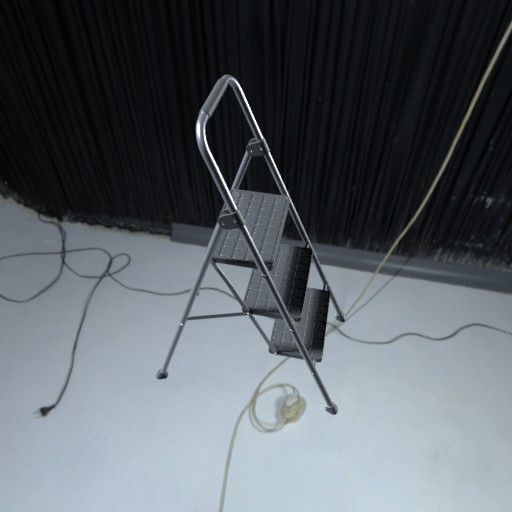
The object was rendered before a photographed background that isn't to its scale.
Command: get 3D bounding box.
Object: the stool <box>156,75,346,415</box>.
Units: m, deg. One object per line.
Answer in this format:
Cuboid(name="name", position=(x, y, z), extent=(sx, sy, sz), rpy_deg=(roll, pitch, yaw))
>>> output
Cuboid(name="stool", position=(0.000, 0.000, 1.480), extent=(0.733, 1.121, 0.473), rpy_deg=(9, 48, 8))
